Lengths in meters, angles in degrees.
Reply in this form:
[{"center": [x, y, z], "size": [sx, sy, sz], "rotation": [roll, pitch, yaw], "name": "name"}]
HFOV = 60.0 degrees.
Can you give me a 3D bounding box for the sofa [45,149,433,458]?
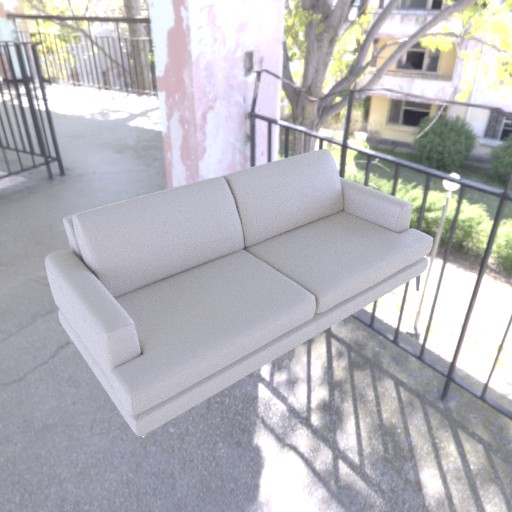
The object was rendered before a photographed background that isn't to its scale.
[{"center": [0.000, 0.000, 2.401], "size": [1.940, 0.765, 0.974], "rotation": [-22, 37, -33], "name": "sofa"}]
